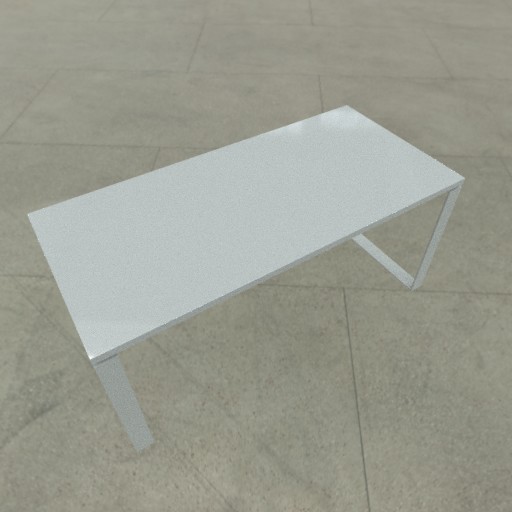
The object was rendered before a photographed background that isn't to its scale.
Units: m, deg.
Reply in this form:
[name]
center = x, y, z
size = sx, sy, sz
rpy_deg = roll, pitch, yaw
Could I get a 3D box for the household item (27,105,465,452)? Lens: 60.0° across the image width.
[household item]
center = 0.000, 0.000, 2.155
size = 1.700, 0.745, 0.800
rpy_deg = -25, 51, -22
